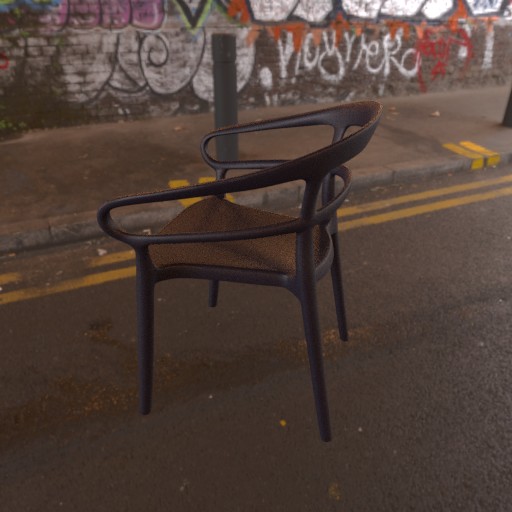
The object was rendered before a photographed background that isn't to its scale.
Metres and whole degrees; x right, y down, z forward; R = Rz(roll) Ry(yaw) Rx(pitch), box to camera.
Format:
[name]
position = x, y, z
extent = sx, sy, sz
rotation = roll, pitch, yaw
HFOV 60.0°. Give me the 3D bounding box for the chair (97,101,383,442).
[chair]
position = 0.000, 0.000, 1.137
extent = 0.527, 0.761, 0.559
rotation = 8, 31, 14
